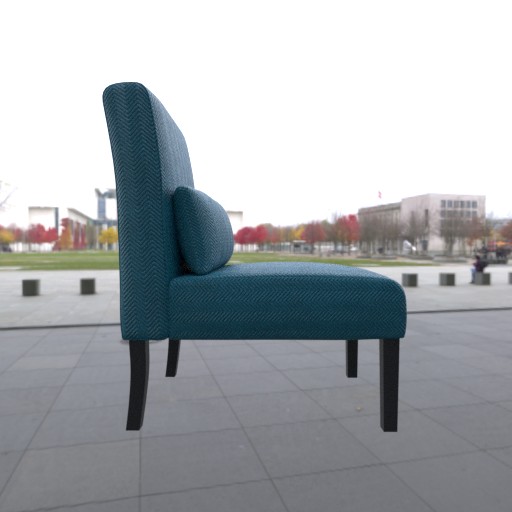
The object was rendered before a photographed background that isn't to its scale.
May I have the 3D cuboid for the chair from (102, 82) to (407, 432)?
[{"bbox_3d":[0.000,0.000,1.438,0.808,0.927,0.579,0,1,1],"label":"chair"}]
